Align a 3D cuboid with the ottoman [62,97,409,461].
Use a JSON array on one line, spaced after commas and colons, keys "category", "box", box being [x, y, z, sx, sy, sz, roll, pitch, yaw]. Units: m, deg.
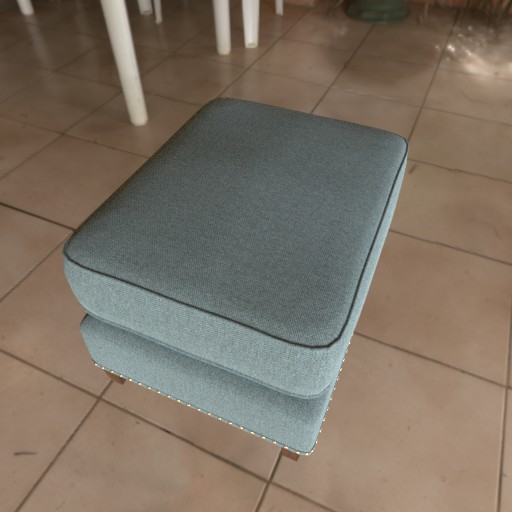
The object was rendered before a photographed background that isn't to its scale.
[{"category": "ottoman", "box": [0.000, 0.000, 1.140, 0.589, 0.537, 0.738, 18, 49, 16]}]
